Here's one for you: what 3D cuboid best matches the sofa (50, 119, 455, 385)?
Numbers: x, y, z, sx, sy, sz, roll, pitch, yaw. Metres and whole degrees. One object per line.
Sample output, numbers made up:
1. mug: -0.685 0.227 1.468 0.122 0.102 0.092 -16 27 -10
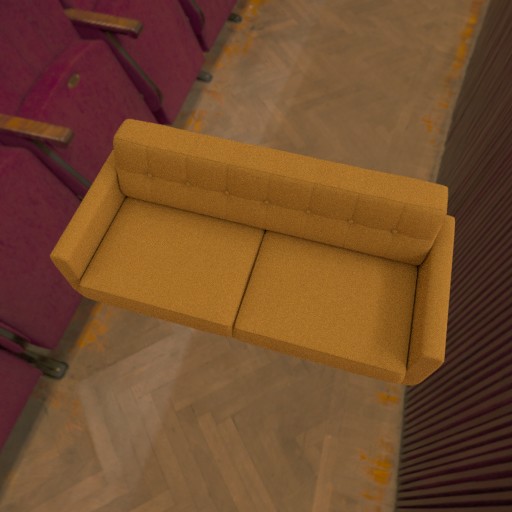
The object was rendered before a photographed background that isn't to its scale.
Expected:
1. sofa: 0.000 0.000 2.493 2.029 0.841 0.909 14 60 8
